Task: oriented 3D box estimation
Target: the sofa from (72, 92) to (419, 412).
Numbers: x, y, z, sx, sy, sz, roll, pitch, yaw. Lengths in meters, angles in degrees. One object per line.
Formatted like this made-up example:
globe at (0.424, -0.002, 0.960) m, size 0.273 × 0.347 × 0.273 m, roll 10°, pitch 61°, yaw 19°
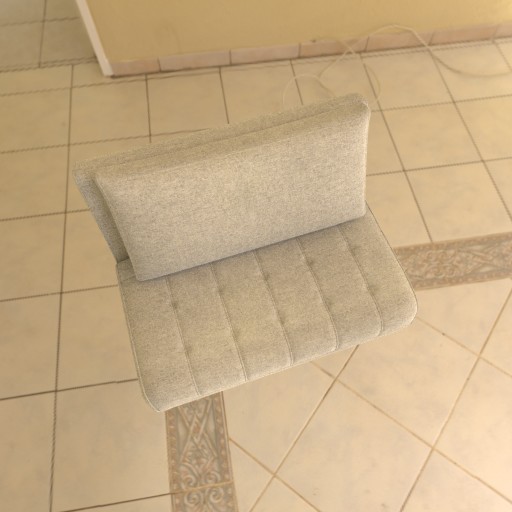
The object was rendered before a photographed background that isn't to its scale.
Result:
sofa at (0.000, 0.000, 1.904) m, size 1.220 × 0.910 × 0.910 m, roll -17°, pitch 64°, yaw -8°
